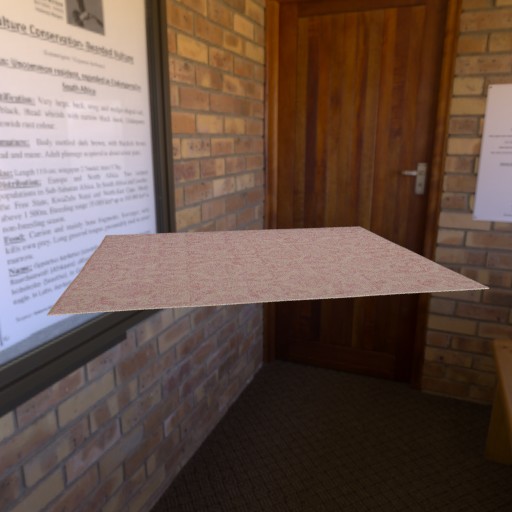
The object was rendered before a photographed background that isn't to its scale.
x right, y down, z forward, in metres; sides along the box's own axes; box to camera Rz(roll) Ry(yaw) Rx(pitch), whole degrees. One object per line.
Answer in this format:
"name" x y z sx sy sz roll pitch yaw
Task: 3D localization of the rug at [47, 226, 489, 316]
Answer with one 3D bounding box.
"rug" 0.000 0.000 4.051 2.980 0.012 2.363 -2 15 -9
